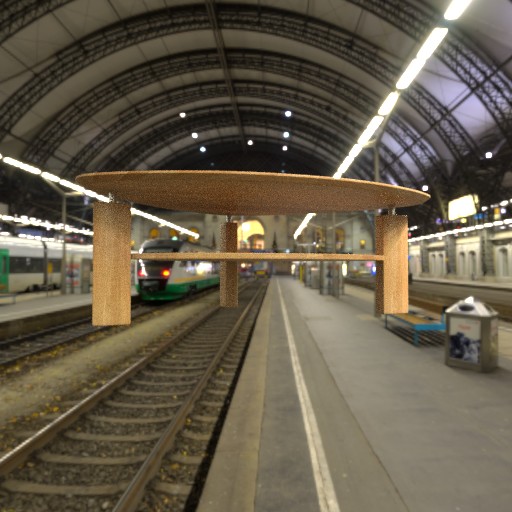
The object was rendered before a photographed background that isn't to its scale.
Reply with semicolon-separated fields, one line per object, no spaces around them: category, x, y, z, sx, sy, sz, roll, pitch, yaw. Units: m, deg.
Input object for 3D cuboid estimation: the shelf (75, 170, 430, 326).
shelf;0.000;0.000;1.660;1.240;0.439;0.863;0;-2;-19
